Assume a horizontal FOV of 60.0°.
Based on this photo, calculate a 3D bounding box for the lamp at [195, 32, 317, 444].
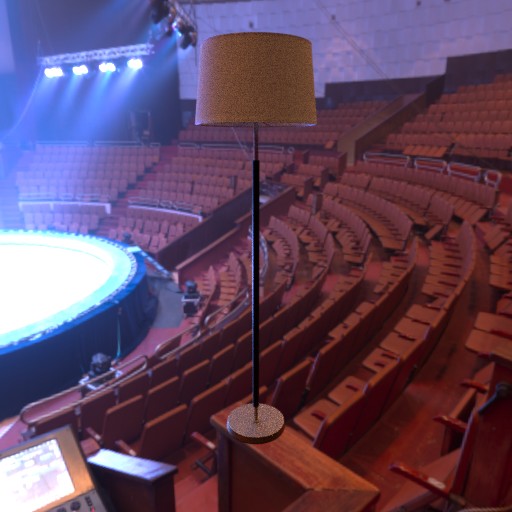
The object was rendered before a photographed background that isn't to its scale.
[{"bbox_3d":[0.000,0.000,1.654,0.420,1.447,0.420,0,14,0],"label":"lamp"}]
